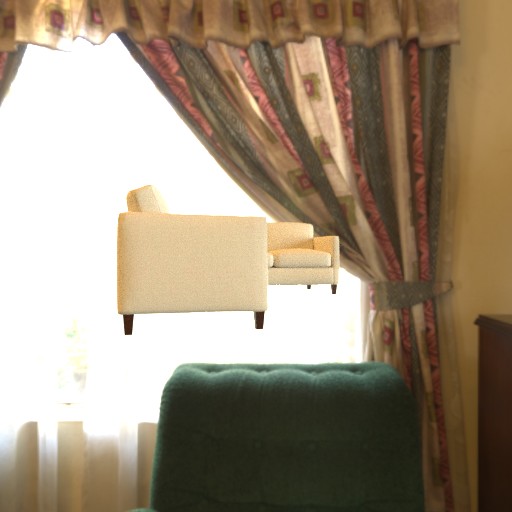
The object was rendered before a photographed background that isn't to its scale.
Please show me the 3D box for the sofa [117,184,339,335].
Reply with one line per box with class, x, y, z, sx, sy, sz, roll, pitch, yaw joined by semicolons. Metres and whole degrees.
sofa;0.000;0.000;4.456;2.593;0.947;3.302;0;0;-15
